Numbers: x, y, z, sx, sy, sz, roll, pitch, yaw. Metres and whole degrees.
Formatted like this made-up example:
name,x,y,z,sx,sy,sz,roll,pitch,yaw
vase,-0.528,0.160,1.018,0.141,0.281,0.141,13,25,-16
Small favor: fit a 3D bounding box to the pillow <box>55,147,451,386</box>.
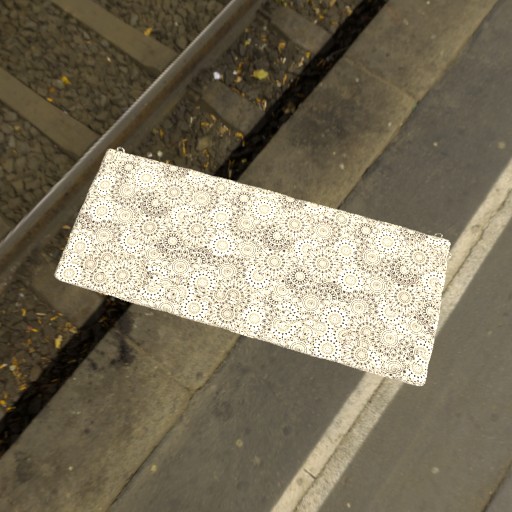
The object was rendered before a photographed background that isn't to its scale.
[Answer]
name,x,y,z,sx,sy,sz,roll,pitch,yaw
pillow,0.000,0.000,1.387,1.187,0.081,0.492,16,76,4
